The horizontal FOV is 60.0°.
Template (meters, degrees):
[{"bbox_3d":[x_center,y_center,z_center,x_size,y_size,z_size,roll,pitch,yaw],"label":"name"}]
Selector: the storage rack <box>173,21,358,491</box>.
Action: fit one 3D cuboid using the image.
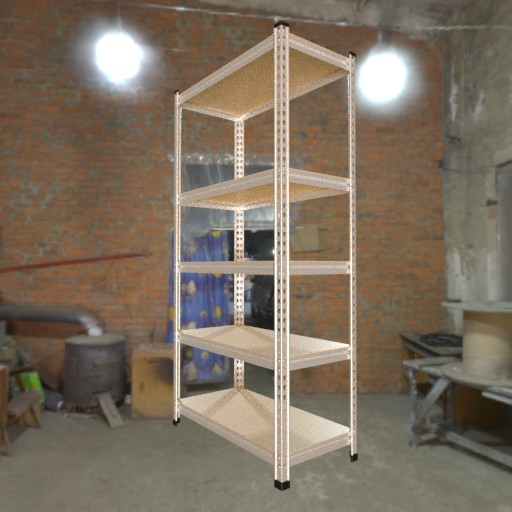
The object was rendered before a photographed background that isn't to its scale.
[{"bbox_3d":[0.000,0.000,2.220,0.457,1.829,0.914,1,-1,-38],"label":"storage rack"}]
